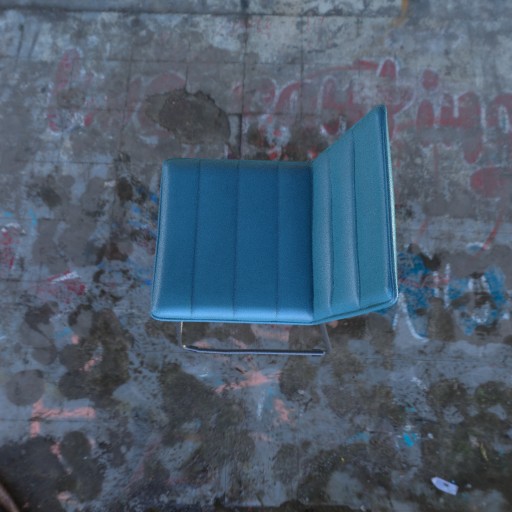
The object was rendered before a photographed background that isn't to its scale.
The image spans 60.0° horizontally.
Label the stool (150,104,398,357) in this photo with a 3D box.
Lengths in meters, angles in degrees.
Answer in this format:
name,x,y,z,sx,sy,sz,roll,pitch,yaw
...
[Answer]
name,x,y,z,sx,sy,sz,roll,pitch,yaw
stool,0.000,0.000,1.200,0.524,0.866,0.489,1,75,0
